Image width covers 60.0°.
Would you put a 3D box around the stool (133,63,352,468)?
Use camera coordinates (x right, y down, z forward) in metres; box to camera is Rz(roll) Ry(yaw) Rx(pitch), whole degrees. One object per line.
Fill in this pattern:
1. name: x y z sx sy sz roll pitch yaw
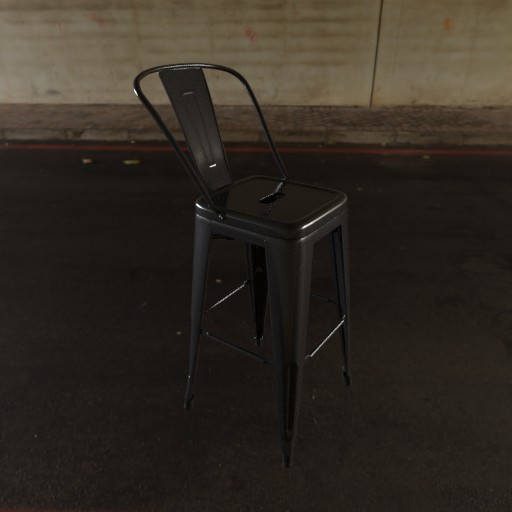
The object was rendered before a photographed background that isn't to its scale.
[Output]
1. stool: 0.000 0.000 1.301 0.528 1.022 0.432 18 32 31
